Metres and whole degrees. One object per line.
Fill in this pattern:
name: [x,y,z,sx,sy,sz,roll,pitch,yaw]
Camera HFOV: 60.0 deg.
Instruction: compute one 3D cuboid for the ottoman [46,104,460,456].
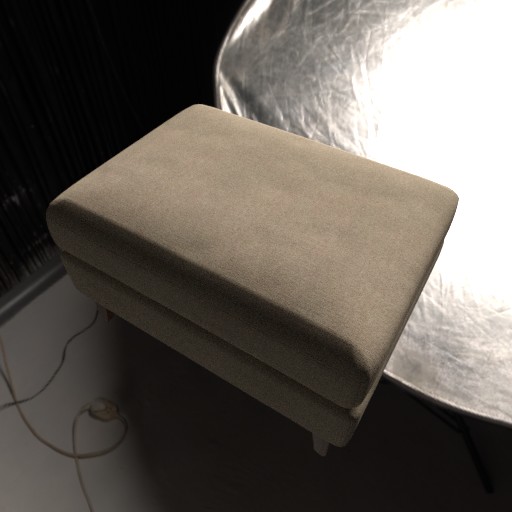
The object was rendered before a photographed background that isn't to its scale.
ottoman: [0.000,0.000,1.181,0.823,0.478,0.610,25,52,21]
